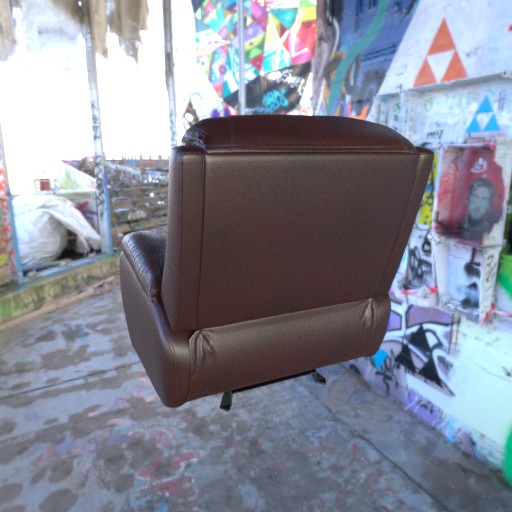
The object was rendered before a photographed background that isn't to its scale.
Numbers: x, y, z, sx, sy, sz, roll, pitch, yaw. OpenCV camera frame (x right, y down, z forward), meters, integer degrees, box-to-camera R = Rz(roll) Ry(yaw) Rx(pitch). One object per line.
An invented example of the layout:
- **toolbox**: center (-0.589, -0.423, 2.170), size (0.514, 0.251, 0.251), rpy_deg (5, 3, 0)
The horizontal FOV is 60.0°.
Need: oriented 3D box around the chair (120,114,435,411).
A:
- **chair**: center (0.000, 0.000, 1.726), size (0.930, 1.011, 0.899), rpy_deg (-7, 15, -26)
